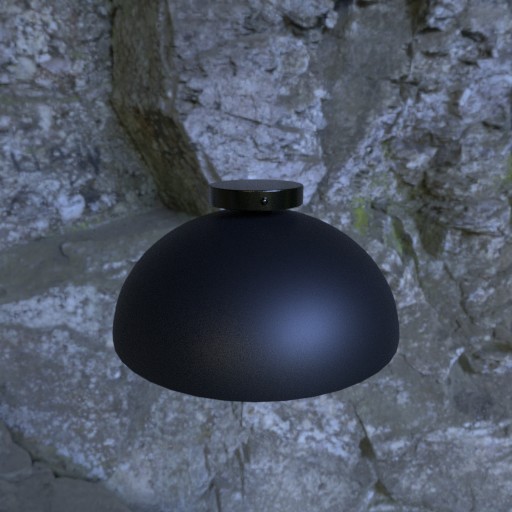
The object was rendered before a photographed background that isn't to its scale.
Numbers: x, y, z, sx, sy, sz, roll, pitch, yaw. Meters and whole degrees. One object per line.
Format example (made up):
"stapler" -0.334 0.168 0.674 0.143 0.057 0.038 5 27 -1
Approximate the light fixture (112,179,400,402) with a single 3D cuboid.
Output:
"light fixture" 0.000 0.000 0.551 0.355 0.177 0.355 0 16 0
